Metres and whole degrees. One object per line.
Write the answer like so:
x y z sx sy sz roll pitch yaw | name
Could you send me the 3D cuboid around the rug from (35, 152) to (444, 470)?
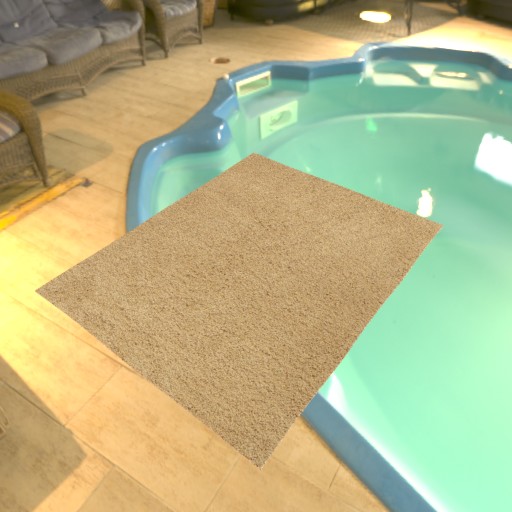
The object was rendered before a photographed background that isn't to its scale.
0.000 0.000 4.080 2.400 0.025 3.000 27 49 27 | rug
